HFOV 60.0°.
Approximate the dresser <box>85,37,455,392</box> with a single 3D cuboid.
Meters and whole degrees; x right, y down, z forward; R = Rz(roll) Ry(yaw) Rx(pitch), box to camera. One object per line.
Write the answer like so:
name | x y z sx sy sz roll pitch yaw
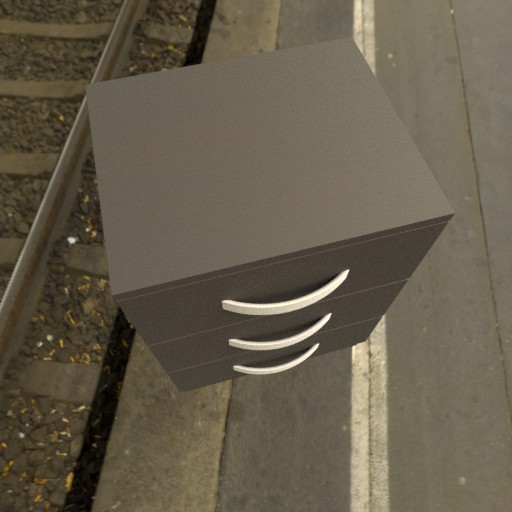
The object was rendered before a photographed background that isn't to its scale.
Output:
dresser | 0.000 0.000 0.810 0.400 0.560 0.360 -13 62 -7
